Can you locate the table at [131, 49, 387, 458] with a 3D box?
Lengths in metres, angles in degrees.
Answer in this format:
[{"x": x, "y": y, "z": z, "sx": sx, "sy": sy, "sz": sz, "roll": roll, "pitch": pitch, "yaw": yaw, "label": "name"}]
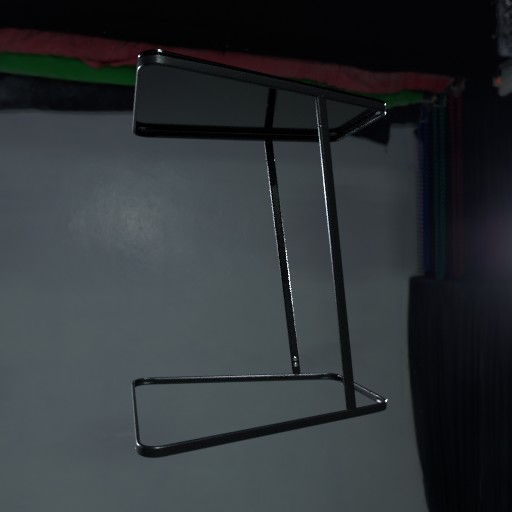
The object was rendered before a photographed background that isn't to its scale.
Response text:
[{"x": 0.000, "y": 0.000, "z": 0.939, "sx": 0.500, "sy": 0.624, "sz": 0.427, "roll": 0, "pitch": -1, "yaw": -17, "label": "table"}]
